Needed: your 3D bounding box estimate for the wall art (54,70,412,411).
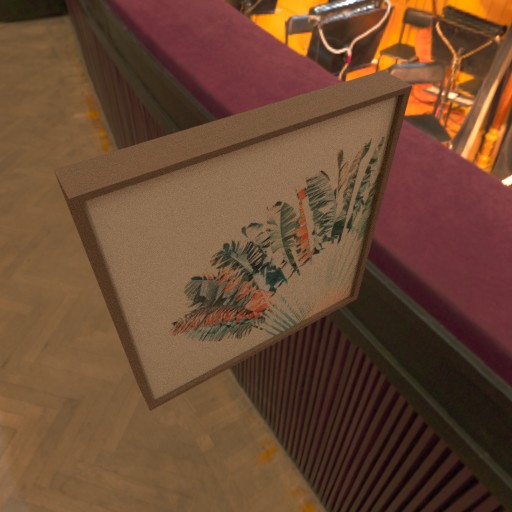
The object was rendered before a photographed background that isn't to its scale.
[{"bbox_3d":[0.000,0.000,0.458,0.304,0.303,0.038,-24,50,-22],"label":"wall art"}]
